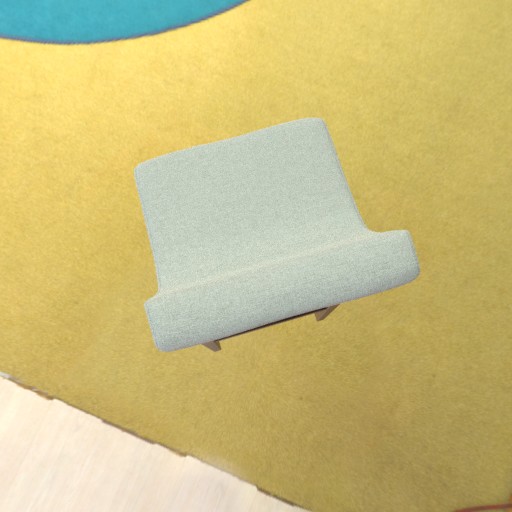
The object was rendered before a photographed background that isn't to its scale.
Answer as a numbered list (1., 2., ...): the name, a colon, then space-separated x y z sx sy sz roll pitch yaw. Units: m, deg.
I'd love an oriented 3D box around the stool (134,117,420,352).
1. stool: 0.000 0.000 1.328 0.511 1.037 0.500 -16 76 -4
